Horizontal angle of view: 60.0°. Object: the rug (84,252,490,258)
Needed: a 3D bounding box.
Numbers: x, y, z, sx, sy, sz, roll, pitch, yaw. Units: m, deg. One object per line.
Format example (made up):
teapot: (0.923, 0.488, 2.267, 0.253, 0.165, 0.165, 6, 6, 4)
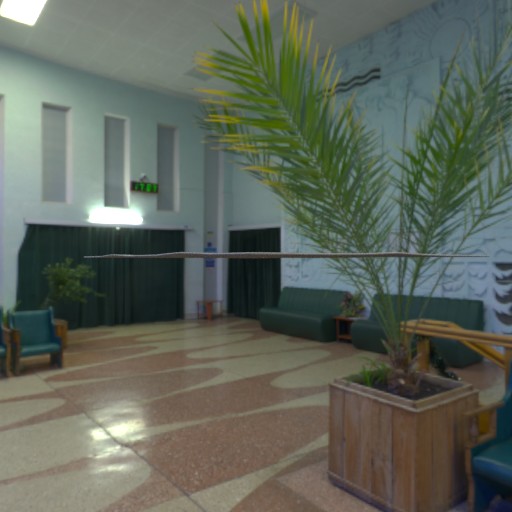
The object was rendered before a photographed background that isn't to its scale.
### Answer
rug: (0.000, 0.000, 4.361, 2.428, 0.027, 3.333, 0, -1, -35)
